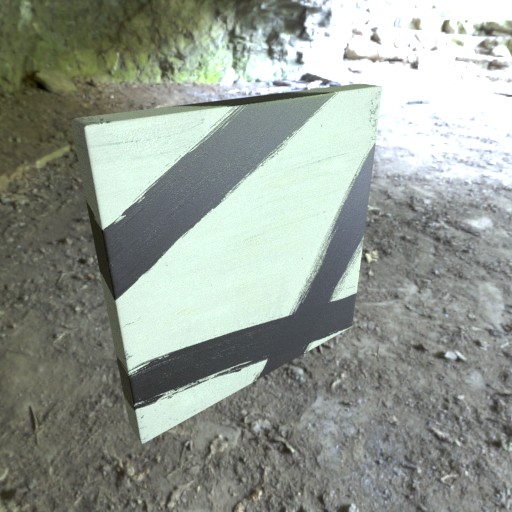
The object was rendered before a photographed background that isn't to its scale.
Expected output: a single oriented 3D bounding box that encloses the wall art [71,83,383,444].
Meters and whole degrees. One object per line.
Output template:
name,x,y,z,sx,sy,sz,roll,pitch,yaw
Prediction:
wall art,0.000,0.000,0.749,0.507,0.508,0.050,-20,34,-33
